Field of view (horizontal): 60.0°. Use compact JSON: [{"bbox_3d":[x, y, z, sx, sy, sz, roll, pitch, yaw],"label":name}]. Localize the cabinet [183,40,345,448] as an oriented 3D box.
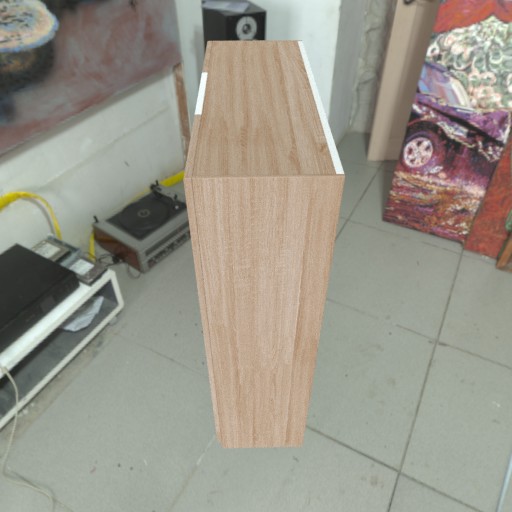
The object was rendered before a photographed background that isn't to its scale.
[{"bbox_3d":[0.000,0.000,2.814,0.590,2.120,1.500,-1,43,-1],"label":"cabinet"}]
